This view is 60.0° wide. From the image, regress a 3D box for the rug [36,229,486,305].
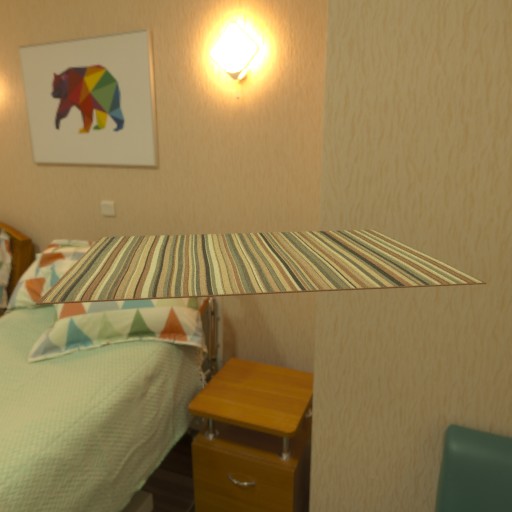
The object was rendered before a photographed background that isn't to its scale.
[{"bbox_3d":[0.000,0.000,2.358,1.829,0.008,1.219,-2,14,-8],"label":"rug"}]
